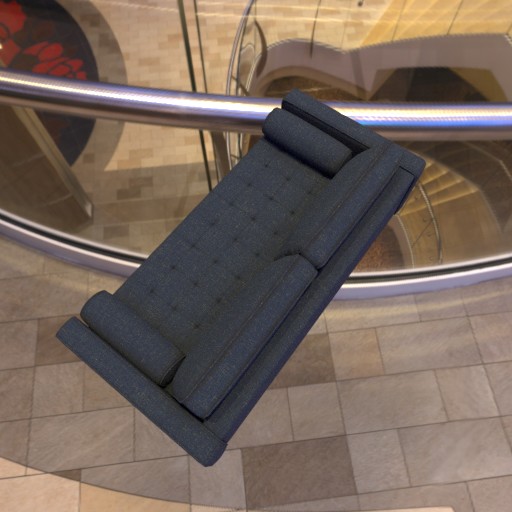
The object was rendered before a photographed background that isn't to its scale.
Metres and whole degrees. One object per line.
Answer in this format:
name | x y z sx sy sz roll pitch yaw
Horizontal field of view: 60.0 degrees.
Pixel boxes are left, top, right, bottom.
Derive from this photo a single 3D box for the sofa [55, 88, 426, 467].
sofa | 0.000 0.000 2.358 0.914 0.762 1.880 35 70 15
